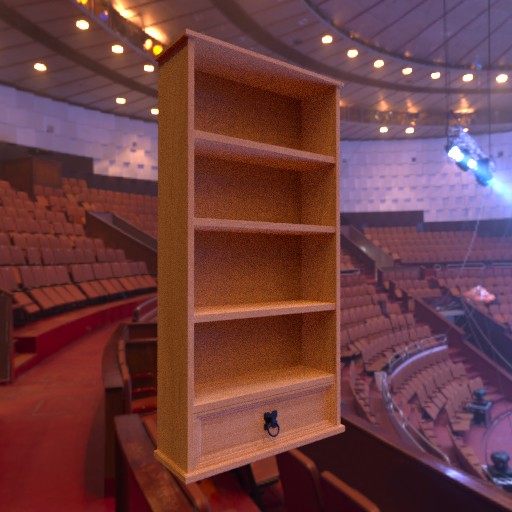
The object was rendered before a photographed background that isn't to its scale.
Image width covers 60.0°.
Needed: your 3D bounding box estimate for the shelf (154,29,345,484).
[{"bbox_3d":[0.000,0.000,1.220,0.520,1.030,0.175,0,-1,-36],"label":"shelf"}]
